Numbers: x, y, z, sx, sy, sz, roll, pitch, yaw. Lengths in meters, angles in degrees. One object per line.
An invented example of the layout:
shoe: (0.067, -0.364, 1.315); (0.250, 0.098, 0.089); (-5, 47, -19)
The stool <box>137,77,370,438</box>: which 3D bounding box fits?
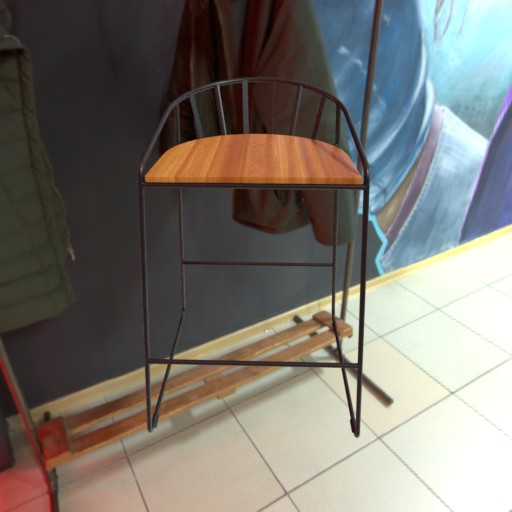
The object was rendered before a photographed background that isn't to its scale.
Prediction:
stool: (0.000, 0.000, 1.159); (0.546, 0.812, 0.521); (1, 30, 1)
